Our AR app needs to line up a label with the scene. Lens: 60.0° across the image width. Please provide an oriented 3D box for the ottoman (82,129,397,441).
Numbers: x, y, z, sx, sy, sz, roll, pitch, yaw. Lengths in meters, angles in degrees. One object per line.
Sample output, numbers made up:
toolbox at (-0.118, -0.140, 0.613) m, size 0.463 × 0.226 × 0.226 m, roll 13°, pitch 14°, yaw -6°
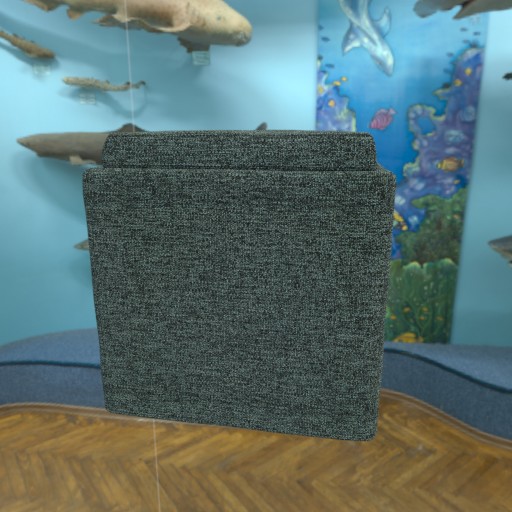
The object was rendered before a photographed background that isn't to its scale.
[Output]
ottoman at (0.000, 0.000, 0.849) m, size 0.450 × 0.463 × 0.450 m, roll 3°, pitch 15°, yaw 10°
